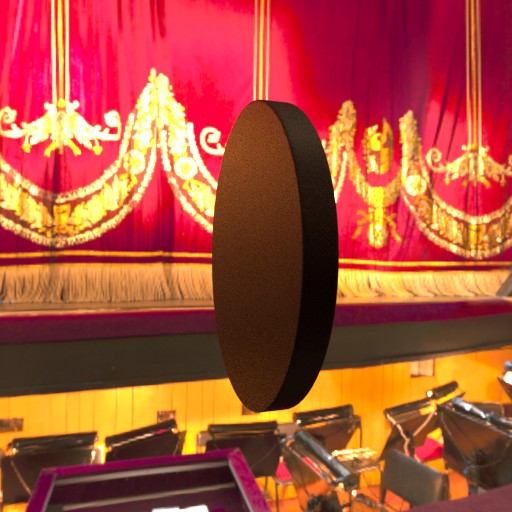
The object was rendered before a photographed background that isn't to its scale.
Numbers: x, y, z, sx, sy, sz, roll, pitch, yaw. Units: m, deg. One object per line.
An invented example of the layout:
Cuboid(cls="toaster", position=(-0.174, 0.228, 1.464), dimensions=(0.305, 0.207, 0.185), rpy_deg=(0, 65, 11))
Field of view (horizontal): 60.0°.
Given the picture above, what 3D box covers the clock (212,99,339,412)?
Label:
Cuboid(cls="clock", position=(0.000, 0.000, 0.472), dimensions=(0.029, 0.314, 0.314), rpy_deg=(0, -1, -18))
